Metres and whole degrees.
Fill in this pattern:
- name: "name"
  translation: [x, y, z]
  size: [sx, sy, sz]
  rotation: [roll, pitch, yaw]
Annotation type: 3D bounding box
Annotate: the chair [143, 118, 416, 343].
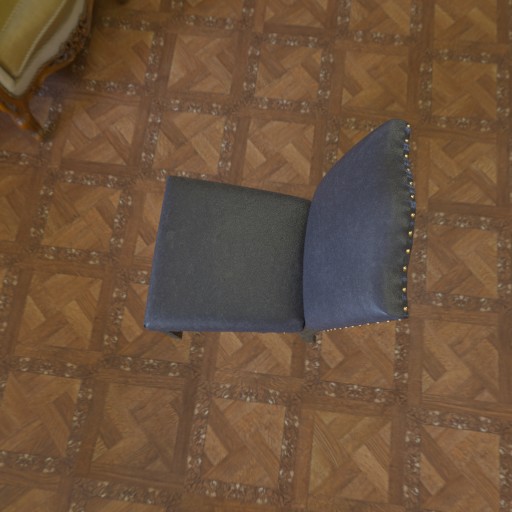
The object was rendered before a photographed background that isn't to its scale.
- name: "chair"
  translation: [0.000, 0.000, 1.344]
  size: [0.633, 0.991, 0.500]
  rotation: [6, 75, 1]
